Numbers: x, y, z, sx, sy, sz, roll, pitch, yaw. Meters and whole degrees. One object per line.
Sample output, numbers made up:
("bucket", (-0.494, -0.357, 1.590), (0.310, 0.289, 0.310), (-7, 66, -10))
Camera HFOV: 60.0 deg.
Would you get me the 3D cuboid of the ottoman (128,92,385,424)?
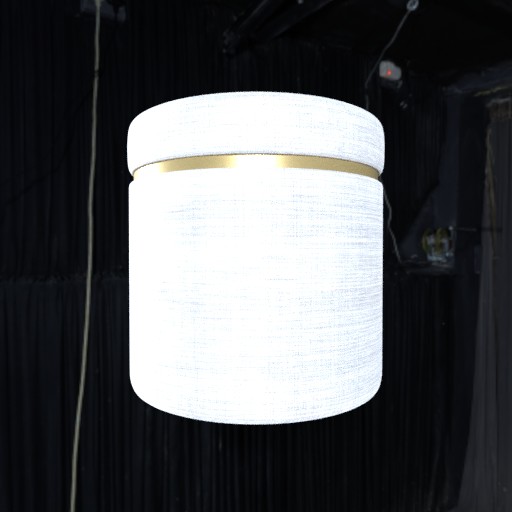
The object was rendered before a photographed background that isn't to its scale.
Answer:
("ottoman", (0.000, 0.000, 0.721), (0.400, 0.406, 0.400), (0, 1, 0))
